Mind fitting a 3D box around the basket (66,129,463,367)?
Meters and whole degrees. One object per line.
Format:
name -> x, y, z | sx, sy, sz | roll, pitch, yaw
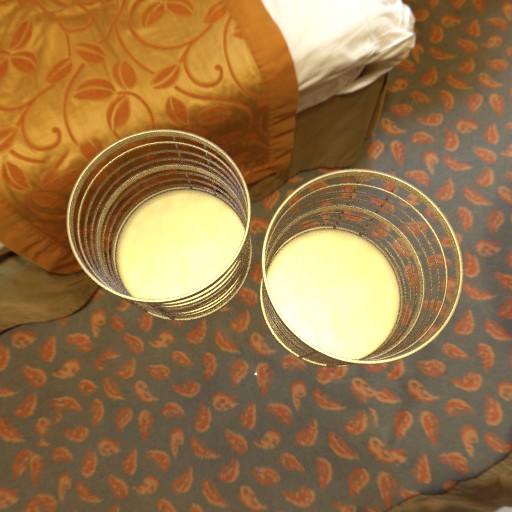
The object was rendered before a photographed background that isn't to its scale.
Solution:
basket -> 0.000, 0.000, 0.965 | 0.746, 0.351, 0.356 | 16, 76, 4
